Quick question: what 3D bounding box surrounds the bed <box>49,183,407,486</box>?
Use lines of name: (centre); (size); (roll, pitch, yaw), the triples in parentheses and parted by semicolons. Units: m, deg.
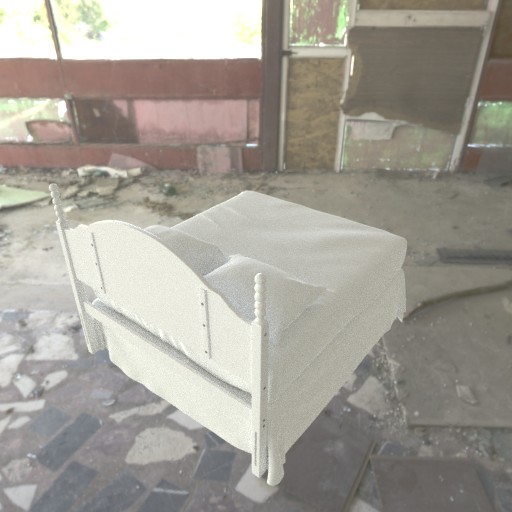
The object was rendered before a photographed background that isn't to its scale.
bed: (0.000, 0.000, 3.272); (1.873, 1.356, 2.040); (22, 37, 32)
